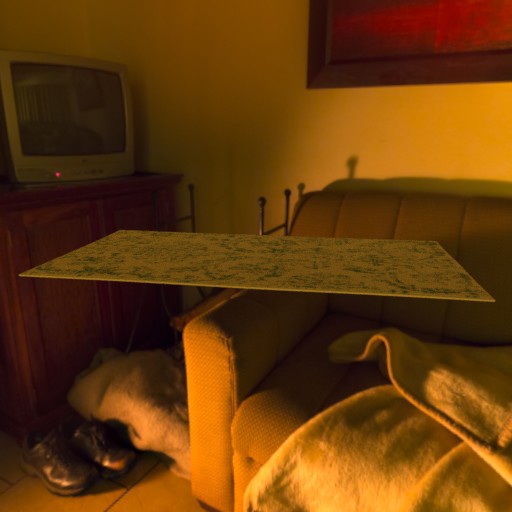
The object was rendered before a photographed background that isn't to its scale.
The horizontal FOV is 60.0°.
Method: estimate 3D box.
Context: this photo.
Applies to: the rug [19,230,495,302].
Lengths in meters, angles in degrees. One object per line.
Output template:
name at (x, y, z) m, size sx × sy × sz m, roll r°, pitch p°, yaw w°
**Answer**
rug at (0.000, 0.000, 1.404) m, size 1.220 × 0.007 × 0.605 m, roll 2°, pitch 15°, yaw 9°
